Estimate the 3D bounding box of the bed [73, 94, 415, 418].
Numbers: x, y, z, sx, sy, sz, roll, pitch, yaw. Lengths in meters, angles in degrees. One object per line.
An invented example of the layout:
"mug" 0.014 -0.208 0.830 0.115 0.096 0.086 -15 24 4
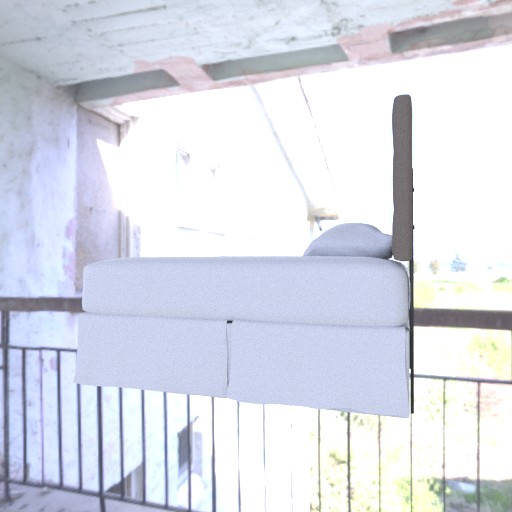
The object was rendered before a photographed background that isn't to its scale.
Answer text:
"bed" 0.000 0.000 2.983 1.997 1.571 1.261 0 -1 19
